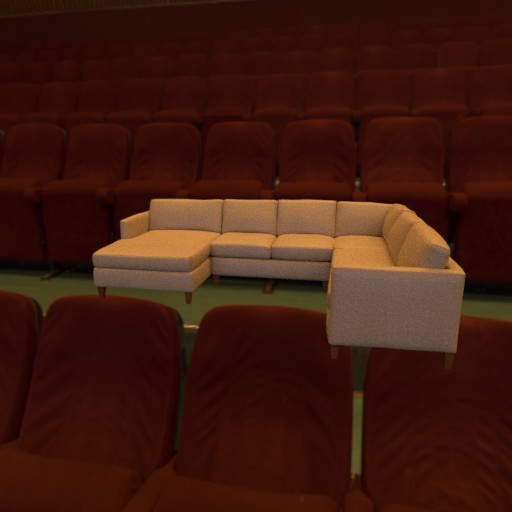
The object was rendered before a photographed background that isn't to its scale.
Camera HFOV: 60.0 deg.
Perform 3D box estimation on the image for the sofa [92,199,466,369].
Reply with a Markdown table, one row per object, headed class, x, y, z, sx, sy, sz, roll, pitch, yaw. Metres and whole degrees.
| class | x | y | z | sx | sy | sz | roll | pitch | yaw |
| --- | --- | --- | --- | --- | --- | --- | --- | --- | --- |
| sofa | 0.000 | 0.000 | 4.630 | 3.460 | 0.961 | 2.594 | 3 | 14 | 10 |
